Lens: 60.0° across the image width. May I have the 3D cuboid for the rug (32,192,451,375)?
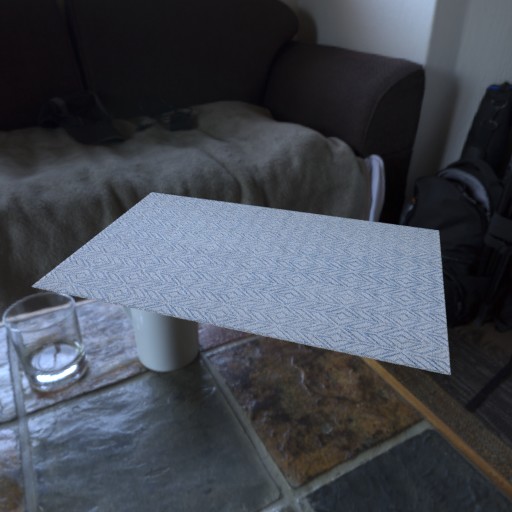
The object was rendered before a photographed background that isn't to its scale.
[{"bbox_3d":[0.000,0.000,3.062,2.441,0.008,1.526,9,33,15],"label":"rug"}]
